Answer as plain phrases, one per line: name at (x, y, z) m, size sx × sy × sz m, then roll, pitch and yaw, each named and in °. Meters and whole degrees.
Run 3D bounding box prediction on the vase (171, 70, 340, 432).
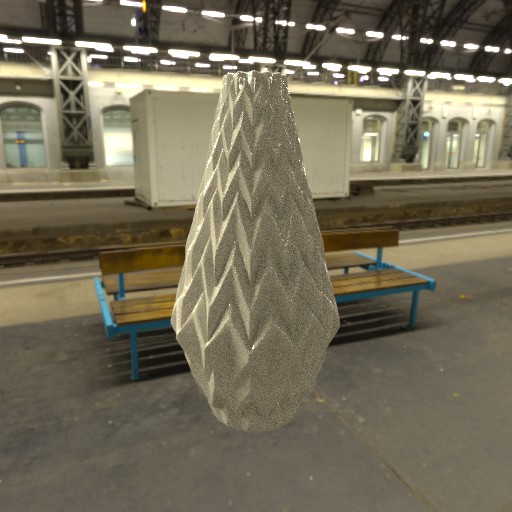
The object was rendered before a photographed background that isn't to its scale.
vase at (0.000, 0.000, 0.431) m, size 0.167 × 0.328 × 0.167 m, roll 0°, pitch 14°, yaw 0°
